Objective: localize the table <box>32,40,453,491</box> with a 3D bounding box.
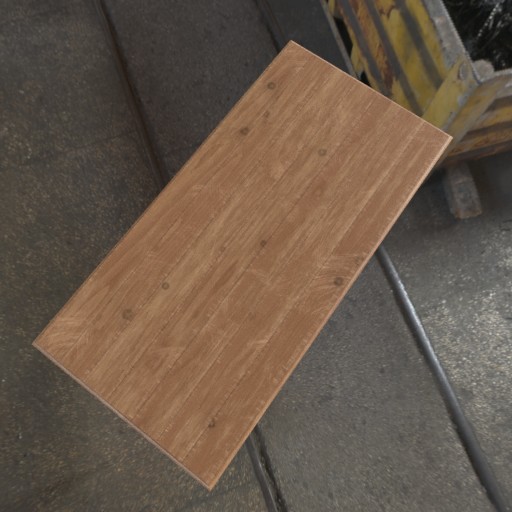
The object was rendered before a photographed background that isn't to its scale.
[{"bbox_3d":[0.000,0.000,1.381,0.559,0.458,1.118,35,77,9],"label":"table"}]
